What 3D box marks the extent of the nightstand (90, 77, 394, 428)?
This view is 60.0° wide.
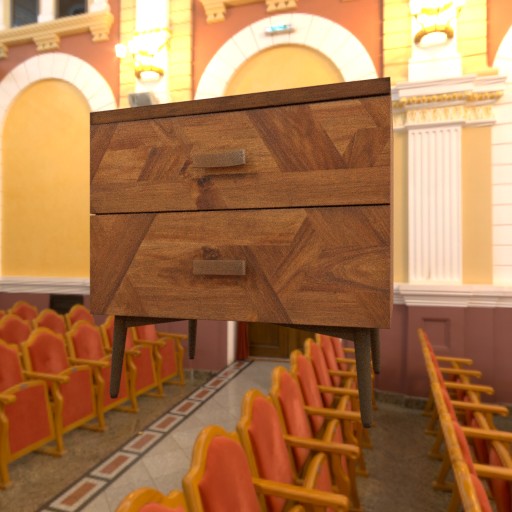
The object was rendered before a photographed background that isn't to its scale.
[{"bbox_3d":[0.000,0.000,1.039,0.610,0.610,0.458,0,0,18],"label":"nightstand"}]
